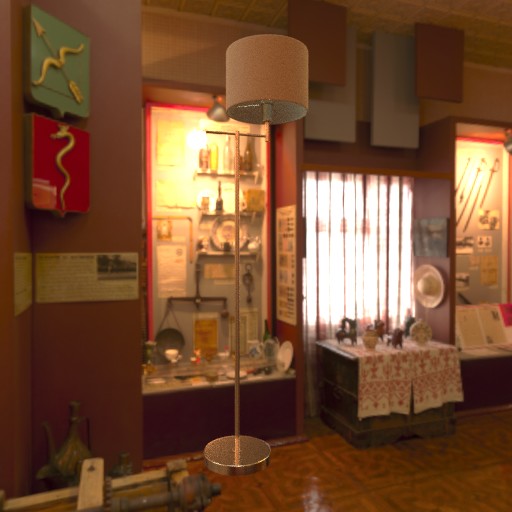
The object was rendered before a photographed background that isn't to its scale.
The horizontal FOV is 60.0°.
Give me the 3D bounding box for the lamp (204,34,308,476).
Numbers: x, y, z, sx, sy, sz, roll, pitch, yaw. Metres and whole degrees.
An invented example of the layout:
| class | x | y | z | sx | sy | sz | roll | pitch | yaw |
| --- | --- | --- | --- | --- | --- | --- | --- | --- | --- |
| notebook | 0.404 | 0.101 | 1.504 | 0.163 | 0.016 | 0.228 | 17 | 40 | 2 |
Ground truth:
| class | x | y | z | sx | sy | sz | roll | pitch | yaw |
| --- | --- | --- | --- | --- | --- | --- | --- | --- | --- |
| lamp | 0.000 | 0.000 | 1.754 | 0.416 | 1.600 | 0.324 | 0 | 1 | -18 |
